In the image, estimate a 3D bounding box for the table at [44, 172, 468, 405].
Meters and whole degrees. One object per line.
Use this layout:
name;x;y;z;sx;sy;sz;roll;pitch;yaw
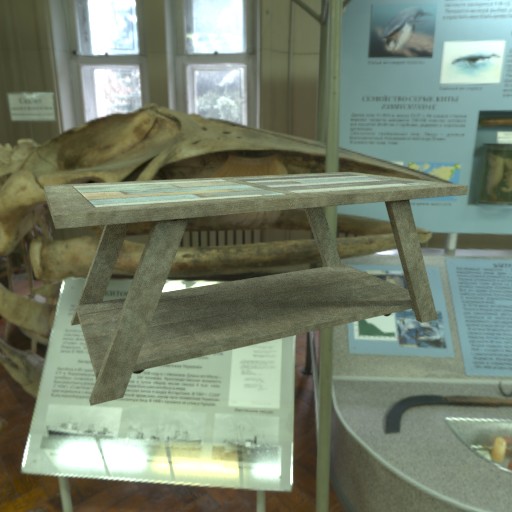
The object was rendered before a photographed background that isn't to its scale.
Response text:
table;0.000;0.000;1.484;1.219;0.470;0.610;-7;17;-26
